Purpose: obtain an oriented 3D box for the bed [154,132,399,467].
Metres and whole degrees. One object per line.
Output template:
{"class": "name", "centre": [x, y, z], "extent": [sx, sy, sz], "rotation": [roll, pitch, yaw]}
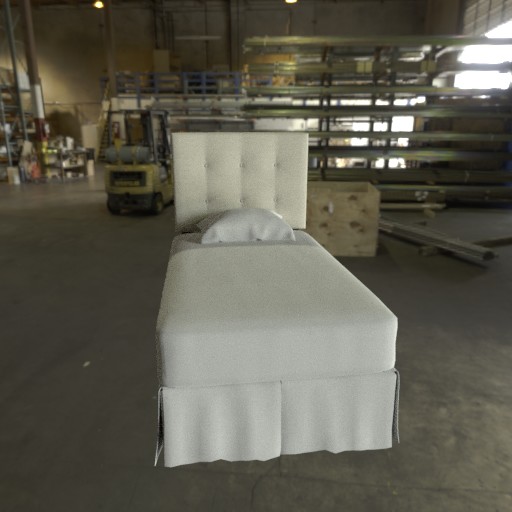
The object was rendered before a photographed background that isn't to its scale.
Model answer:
{"class": "bed", "centre": [0.000, 0.000, 2.946], "extent": [1.261, 1.571, 1.997], "rotation": [-2, 16, -7]}
